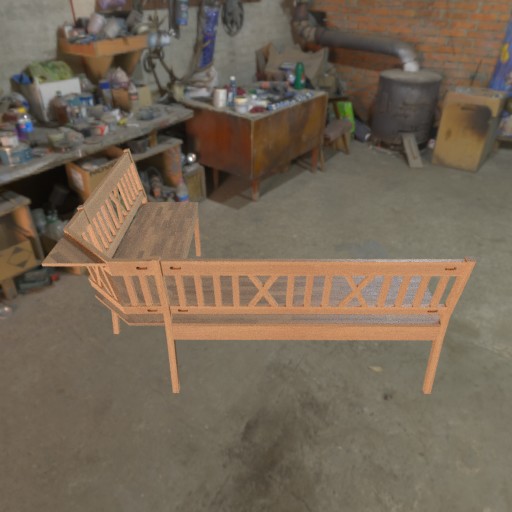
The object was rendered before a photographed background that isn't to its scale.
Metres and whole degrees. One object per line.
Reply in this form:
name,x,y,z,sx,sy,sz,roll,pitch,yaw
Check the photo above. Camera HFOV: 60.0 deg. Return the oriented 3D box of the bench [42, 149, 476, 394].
bench,0.000,0.000,2.833,1.937,0.902,1.537,0,32,0
